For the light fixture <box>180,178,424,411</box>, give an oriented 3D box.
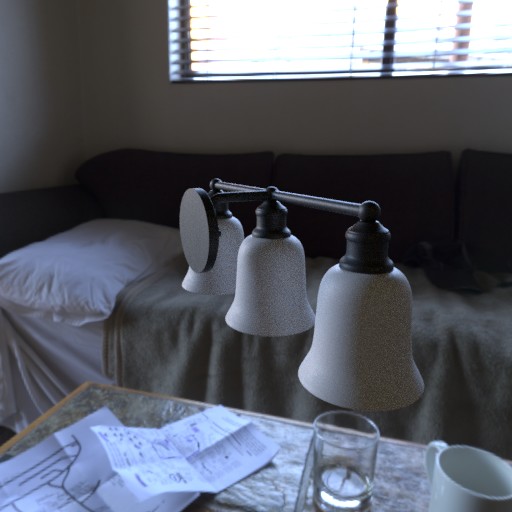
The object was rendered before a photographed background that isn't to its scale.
[{"bbox_3d":[0.000,0.000,0.673,0.198,0.211,0.570,-7,15,-27],"label":"light fixture"}]
